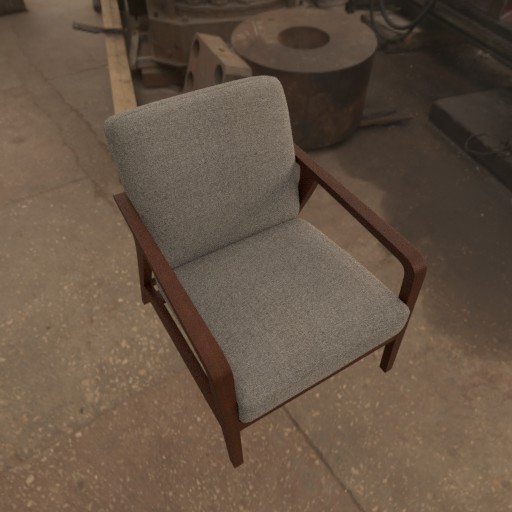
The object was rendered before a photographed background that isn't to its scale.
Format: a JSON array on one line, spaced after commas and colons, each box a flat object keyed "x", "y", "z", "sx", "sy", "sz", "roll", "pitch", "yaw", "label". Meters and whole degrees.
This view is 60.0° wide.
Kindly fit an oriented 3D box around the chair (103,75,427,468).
[{"x": 0.000, "y": 0.000, "z": 1.463, "sx": 0.704, "sy": 0.847, "sz": 0.858, "roll": -24, "pitch": 51, "yaw": -21, "label": "chair"}]
